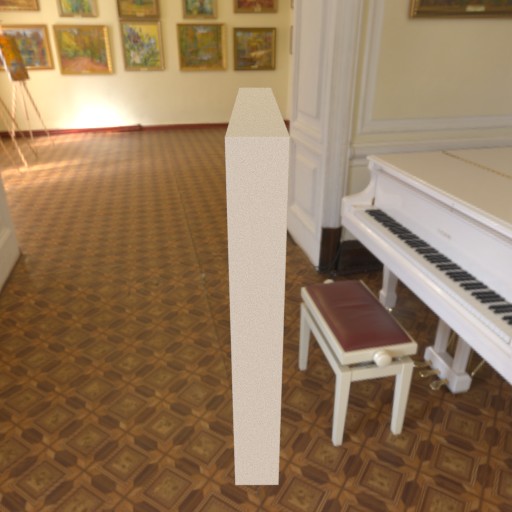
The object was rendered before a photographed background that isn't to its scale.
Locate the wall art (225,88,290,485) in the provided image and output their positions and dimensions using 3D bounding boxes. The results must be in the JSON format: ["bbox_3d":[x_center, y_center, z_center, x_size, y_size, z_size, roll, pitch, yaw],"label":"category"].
[{"bbox_3d":[0.000,0.000,0.465,0.038,0.304,0.305,0,26,0],"label":"wall art"}]
